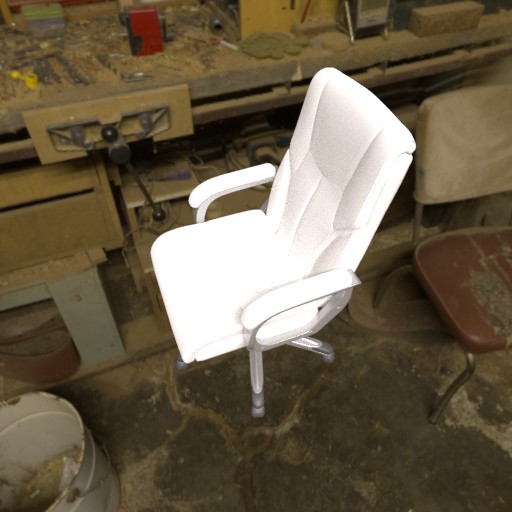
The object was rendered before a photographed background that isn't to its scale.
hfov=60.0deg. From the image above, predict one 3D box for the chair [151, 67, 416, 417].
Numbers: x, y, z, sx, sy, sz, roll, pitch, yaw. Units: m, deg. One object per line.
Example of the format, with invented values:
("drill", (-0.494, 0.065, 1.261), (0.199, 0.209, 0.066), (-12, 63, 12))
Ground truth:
("chair", (0.000, 0.000, 1.597), (0.738, 1.120, 0.687), (-16, 48, -14))
